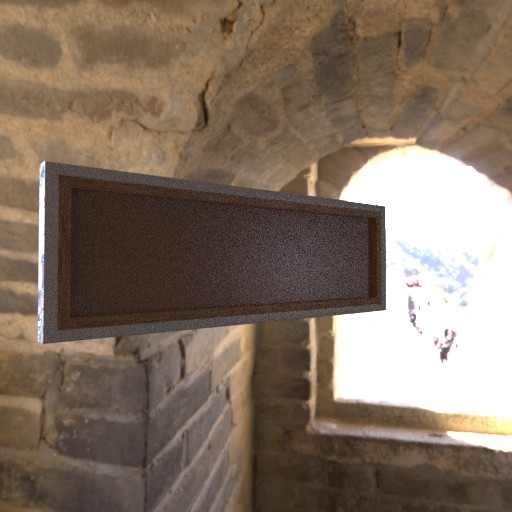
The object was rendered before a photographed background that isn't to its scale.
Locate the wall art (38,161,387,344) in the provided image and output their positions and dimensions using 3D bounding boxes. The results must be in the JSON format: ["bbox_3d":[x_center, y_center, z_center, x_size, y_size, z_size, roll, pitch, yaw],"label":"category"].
[{"bbox_3d":[0.000,0.000,0.862,0.766,0.256,0.036,1,-2,-37],"label":"wall art"}]
